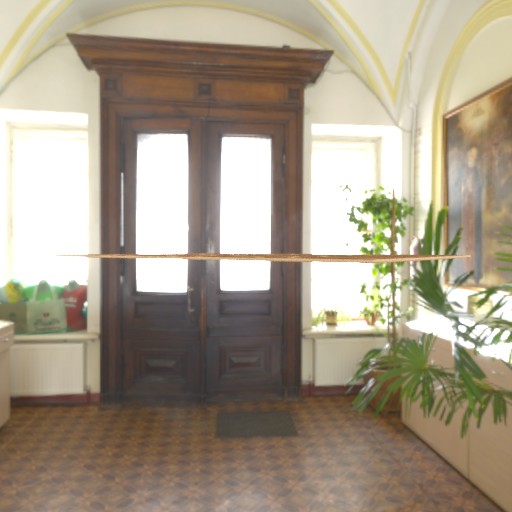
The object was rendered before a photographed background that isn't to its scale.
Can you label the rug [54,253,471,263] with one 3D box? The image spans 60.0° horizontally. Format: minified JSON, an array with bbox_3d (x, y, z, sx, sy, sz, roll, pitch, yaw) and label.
[{"bbox_3d":[0.000,0.000,2.902,2.294,0.014,1.528,1,1,38],"label":"rug"}]
